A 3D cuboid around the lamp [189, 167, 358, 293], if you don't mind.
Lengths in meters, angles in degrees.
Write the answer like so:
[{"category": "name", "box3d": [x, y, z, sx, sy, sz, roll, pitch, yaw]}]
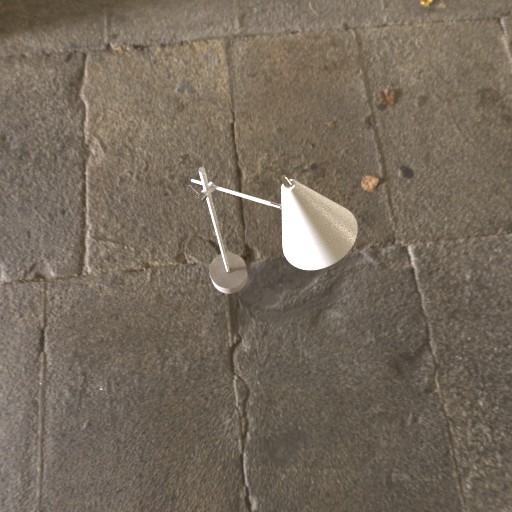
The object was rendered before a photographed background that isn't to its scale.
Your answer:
[{"category": "lamp", "box3d": [0.000, 0.000, 1.589, 0.508, 1.430, 0.223, 38, 78, 10]}]
